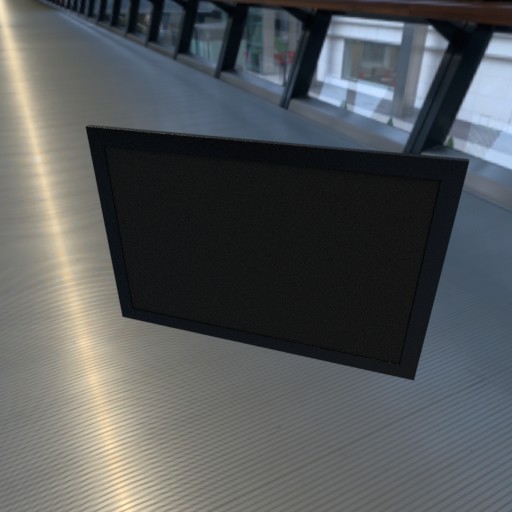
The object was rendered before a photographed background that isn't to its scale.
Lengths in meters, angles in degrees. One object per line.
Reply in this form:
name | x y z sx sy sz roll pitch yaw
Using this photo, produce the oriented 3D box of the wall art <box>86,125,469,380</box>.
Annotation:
wall art | 0.000 0.000 0.854 0.660 0.447 0.013 9 32 15
